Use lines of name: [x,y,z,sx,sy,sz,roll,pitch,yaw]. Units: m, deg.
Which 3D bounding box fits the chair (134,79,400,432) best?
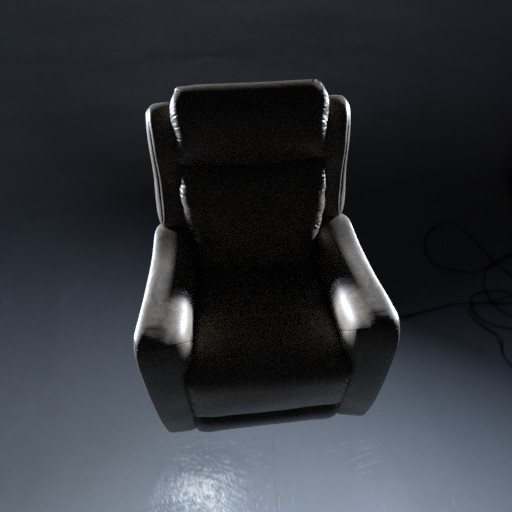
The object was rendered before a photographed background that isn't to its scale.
chair: [0.000,0.000,1.894,0.967,1.116,1.068,-4,46,-3]
